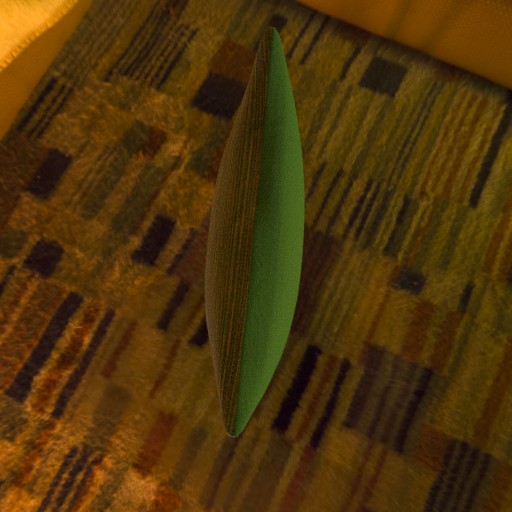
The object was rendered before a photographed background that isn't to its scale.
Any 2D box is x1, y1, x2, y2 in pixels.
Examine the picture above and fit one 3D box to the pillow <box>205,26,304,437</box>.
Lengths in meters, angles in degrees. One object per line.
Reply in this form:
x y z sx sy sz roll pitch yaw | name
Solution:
0.000 0.000 0.760 0.150 0.497 0.514 5 76 1 | pillow
